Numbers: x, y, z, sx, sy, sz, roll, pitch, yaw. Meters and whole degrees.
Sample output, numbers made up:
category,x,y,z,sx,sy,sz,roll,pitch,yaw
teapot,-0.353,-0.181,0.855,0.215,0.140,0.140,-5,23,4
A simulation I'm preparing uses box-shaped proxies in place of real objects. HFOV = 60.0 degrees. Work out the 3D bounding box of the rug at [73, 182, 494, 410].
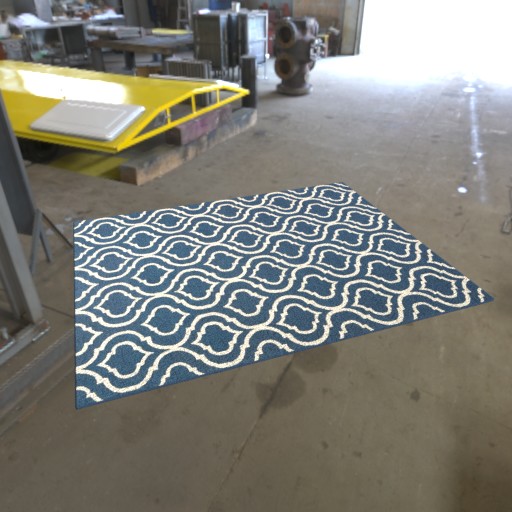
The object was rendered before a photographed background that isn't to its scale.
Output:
category,x,y,z,sx,sy,sz,roll,pitch,yaw
rug,0.000,0.000,3.714,2.881,0.020,2.270,-11,34,-16
